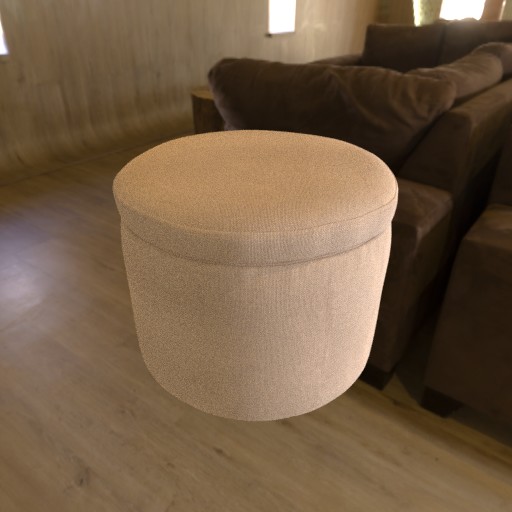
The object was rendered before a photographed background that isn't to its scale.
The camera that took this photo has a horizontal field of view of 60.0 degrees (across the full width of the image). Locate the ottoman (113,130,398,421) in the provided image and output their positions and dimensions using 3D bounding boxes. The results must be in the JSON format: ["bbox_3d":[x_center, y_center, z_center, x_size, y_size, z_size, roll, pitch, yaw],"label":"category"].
[{"bbox_3d":[0.000,0.000,0.875,0.497,0.409,0.497,0,30,0],"label":"ottoman"}]
